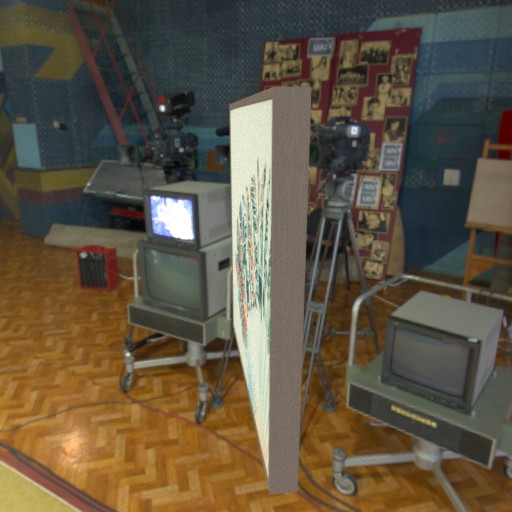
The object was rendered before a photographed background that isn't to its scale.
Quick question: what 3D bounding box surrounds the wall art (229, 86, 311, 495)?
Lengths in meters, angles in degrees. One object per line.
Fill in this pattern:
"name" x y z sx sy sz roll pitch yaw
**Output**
"wall art" 0.000 0.000 0.756 0.038 0.506 0.508 -2 17 -8
